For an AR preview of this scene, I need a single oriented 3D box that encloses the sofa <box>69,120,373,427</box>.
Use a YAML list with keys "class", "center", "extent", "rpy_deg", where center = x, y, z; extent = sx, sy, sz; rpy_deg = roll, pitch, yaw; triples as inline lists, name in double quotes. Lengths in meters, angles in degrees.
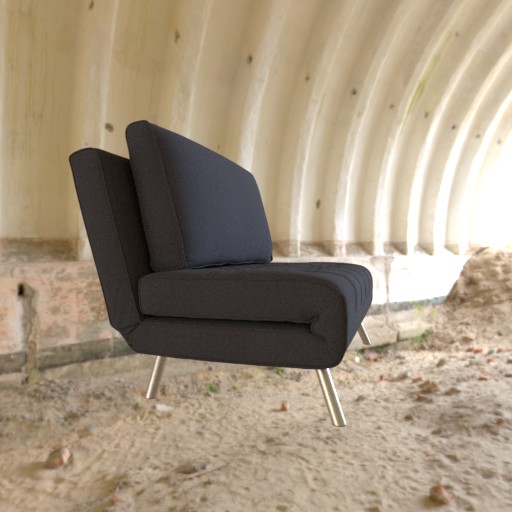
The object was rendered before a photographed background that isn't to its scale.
- class: "sofa"
  center: [0.000, 0.000, 1.876]
  extent: [0.910, 0.910, 1.220]
  rpy_deg: [0, 1, 18]
